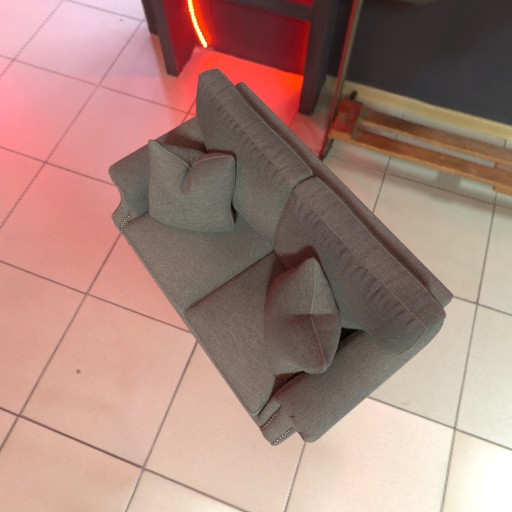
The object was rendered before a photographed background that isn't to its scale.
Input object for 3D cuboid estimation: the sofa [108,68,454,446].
[{"bbox_3d":[0.000,0.000,2.268,0.966,0.966,1.701,-34,70,-14],"label":"sofa"}]
